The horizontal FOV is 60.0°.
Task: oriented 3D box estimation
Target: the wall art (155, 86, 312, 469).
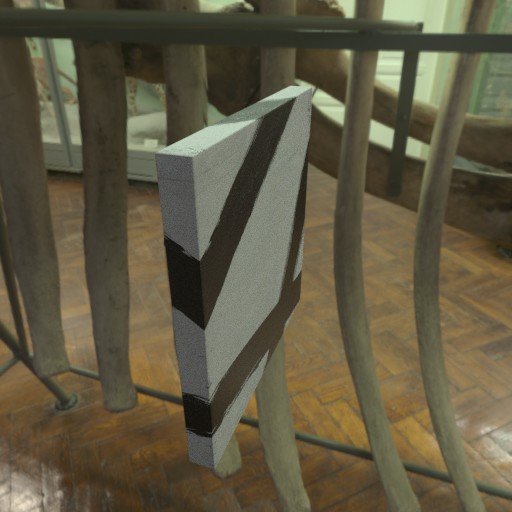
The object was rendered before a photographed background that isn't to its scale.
[{"bbox_3d":[0.000,0.000,0.795,0.050,0.508,0.507,10,31,18],"label":"wall art"}]
